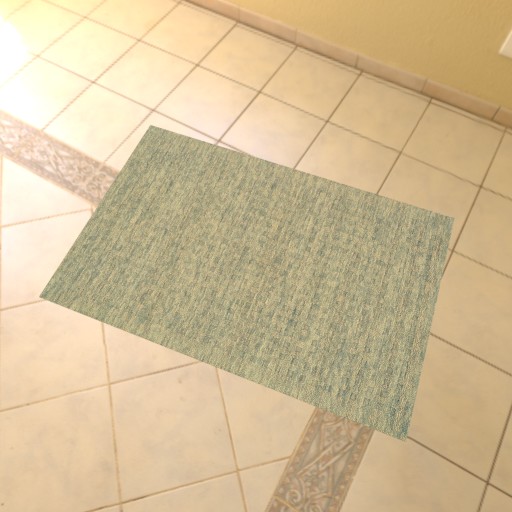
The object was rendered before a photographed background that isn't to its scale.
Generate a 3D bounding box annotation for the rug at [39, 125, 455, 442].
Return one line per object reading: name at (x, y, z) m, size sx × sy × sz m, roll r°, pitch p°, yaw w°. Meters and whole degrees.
rug at (0.000, 0.000, 2.188) m, size 1.752 × 0.006 × 1.142 m, roll 19°, pitch 65°, yaw 9°
